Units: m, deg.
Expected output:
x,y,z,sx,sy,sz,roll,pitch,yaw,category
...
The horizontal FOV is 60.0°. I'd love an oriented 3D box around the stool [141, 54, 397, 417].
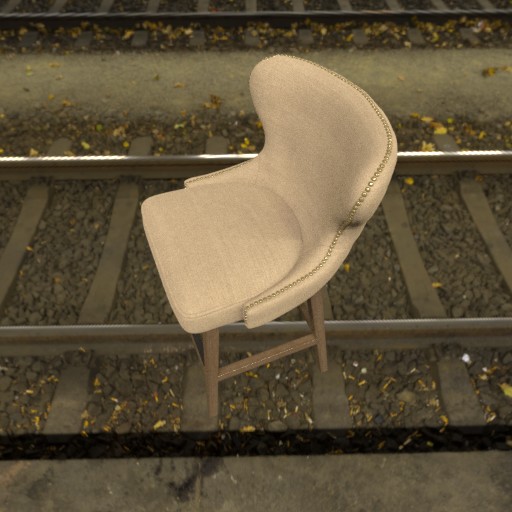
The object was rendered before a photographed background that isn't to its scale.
x,y,z,sx,sy,sz,roll,pitch,yaw,category
0.000,0.000,1.366,0.597,0.972,0.615,-17,50,-15,stool
